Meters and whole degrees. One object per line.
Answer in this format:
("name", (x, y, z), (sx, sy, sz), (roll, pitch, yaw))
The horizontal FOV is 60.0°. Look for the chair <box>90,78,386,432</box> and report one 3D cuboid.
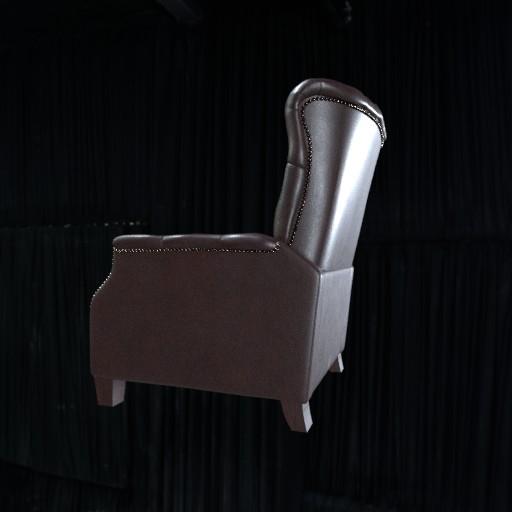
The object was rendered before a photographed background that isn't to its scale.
("chair", (0.000, 0.000, 1.476), (0.823, 0.864, 0.709), (0, 0, 19))
